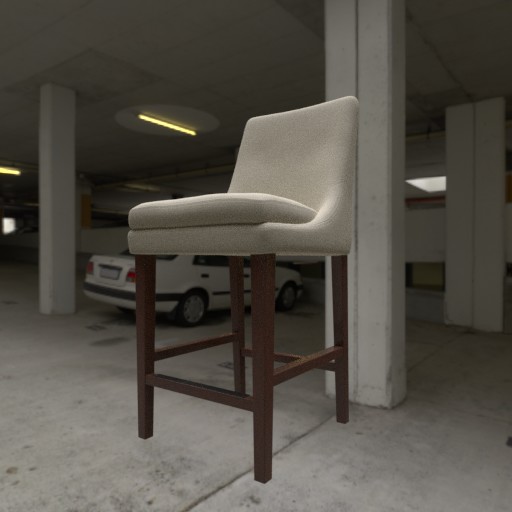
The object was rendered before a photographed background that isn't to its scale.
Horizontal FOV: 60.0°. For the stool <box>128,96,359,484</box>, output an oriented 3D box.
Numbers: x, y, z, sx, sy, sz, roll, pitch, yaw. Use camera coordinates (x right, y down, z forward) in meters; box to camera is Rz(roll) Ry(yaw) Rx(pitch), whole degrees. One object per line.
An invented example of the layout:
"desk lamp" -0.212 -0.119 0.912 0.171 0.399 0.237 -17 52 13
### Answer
"stool" 0.000 0.000 1.282 0.470 0.981 0.577 0 0 36
